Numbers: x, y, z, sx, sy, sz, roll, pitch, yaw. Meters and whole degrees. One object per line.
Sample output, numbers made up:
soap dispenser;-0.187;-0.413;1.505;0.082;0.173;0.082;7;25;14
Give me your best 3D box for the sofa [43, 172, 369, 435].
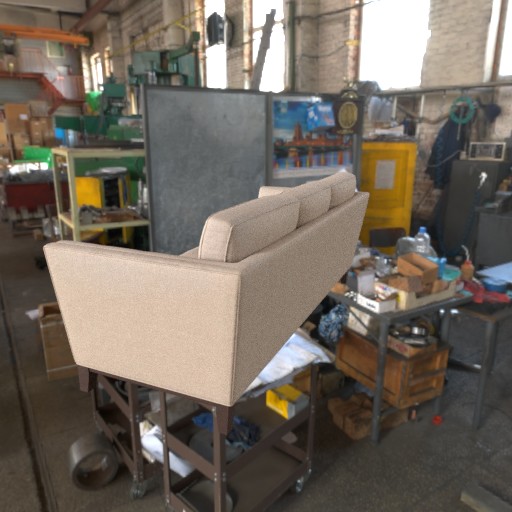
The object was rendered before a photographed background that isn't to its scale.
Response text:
sofa;0.000;0.000;2.851;0.965;0.940;2.388;7;17;23
